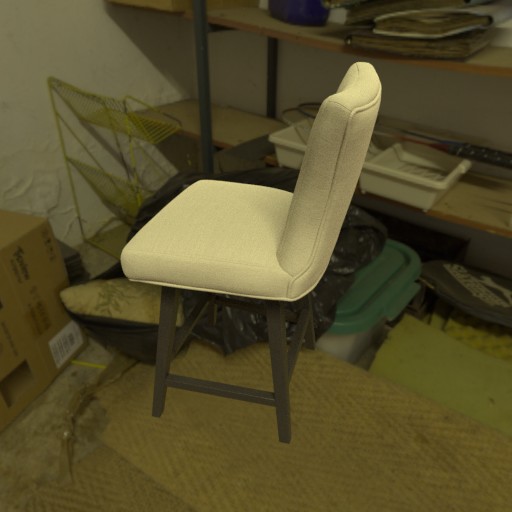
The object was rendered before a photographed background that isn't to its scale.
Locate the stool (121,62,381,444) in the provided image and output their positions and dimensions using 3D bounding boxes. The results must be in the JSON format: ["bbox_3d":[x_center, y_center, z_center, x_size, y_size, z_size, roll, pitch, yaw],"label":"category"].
[{"bbox_3d":[0.000,0.000,1.286,0.574,1.000,0.514,9,32,14],"label":"stool"}]
